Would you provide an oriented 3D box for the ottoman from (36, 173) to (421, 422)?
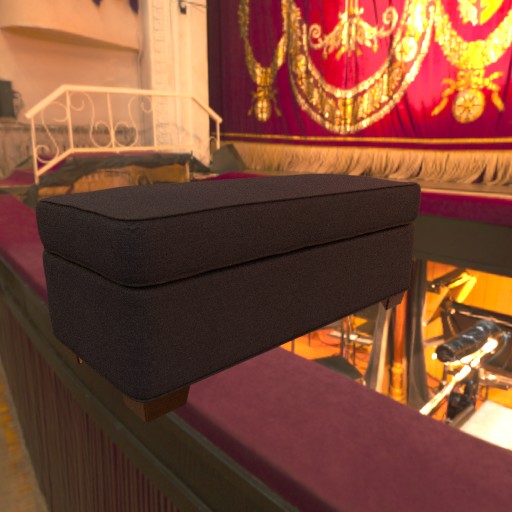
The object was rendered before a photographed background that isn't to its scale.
[{"bbox_3d":[0.000,0.000,1.359,1.110,0.460,0.515,-13,19,-42],"label":"ottoman"}]
